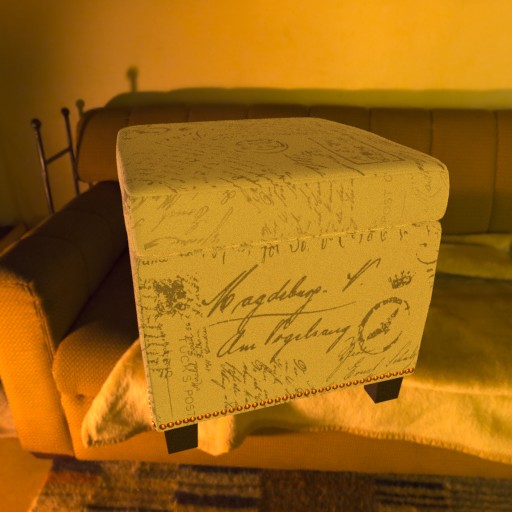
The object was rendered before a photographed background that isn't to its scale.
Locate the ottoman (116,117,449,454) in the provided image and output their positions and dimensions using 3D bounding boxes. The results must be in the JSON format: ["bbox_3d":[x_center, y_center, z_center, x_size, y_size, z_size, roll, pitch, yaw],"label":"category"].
[{"bbox_3d":[0.000,0.000,0.823,0.450,0.457,0.449,-8,27,-15],"label":"ottoman"}]
